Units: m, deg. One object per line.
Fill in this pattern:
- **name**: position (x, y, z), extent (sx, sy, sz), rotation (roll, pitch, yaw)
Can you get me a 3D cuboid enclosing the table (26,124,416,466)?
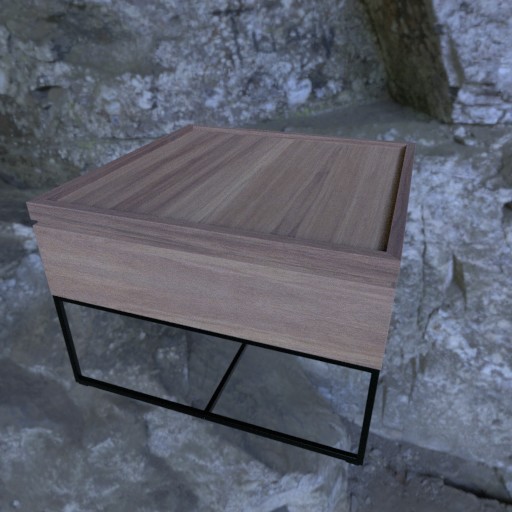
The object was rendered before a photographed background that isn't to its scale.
- **table**: position (0.000, 0.000, 1.123), extent (0.676, 0.464, 0.679), rotation (10, 31, 17)
